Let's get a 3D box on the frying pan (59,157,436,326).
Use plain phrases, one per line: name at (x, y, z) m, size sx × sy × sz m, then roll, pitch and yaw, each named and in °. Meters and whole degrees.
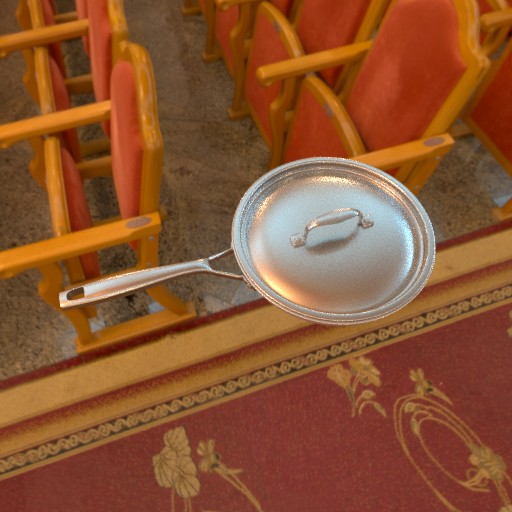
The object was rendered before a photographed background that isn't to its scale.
frying pan at (0.000, 0.000, 0.588) m, size 0.490 × 0.086 × 0.272 m, roll -15°, pitch 59°, yaw -10°
